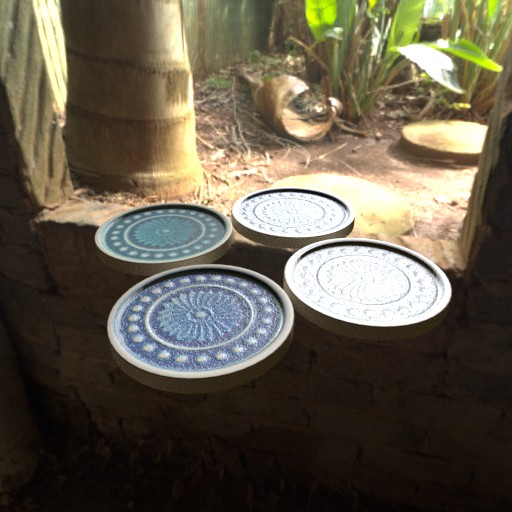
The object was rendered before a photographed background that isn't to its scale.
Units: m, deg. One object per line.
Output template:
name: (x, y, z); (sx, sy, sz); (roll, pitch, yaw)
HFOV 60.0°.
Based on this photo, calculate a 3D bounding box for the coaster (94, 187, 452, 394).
coaster: (0.000, 0.000, 0.327); (0.220, 0.010, 0.224); (-11, 32, -18)
